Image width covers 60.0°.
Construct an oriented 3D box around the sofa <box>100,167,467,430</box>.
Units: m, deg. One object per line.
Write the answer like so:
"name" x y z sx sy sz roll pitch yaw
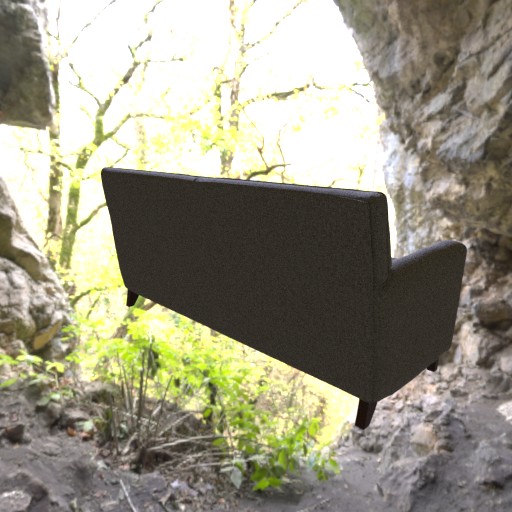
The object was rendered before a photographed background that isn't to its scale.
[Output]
"sofa" 0.000 0.000 2.511 0.854 0.942 2.026 -14 20 -42
